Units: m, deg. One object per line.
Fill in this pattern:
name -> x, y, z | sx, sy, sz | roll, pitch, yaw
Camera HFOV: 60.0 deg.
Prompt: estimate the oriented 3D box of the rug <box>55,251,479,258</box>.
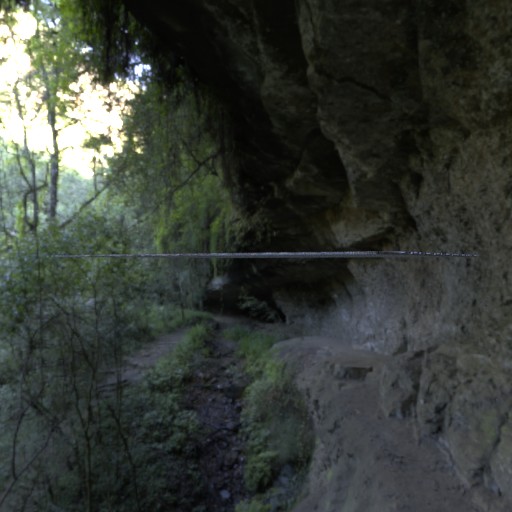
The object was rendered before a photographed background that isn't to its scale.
rug -> 0.000, 0.000, 2.433 | 2.029, 0.010, 1.237 | 0, -1, 37
